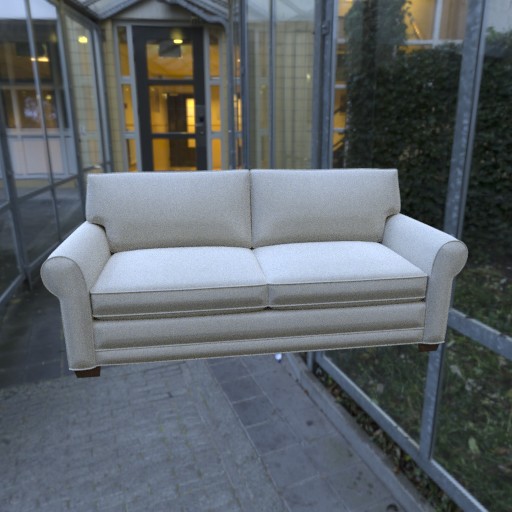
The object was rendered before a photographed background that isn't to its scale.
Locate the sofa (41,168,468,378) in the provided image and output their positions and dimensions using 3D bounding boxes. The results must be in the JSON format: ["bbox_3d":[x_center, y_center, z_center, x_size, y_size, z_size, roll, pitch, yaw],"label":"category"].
[{"bbox_3d":[0.000,0.000,2.630,2.146,0.962,0.901,-2,17,-8],"label":"sofa"}]
